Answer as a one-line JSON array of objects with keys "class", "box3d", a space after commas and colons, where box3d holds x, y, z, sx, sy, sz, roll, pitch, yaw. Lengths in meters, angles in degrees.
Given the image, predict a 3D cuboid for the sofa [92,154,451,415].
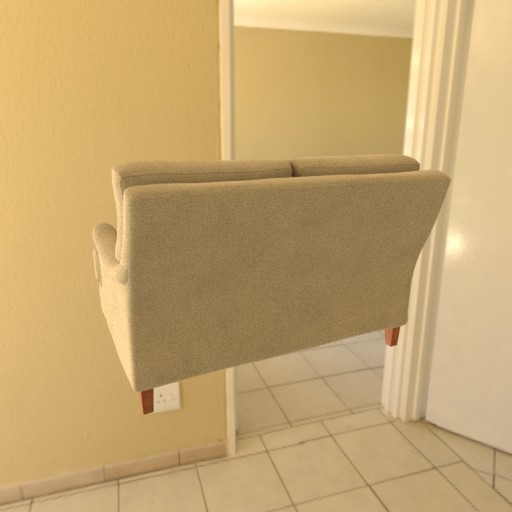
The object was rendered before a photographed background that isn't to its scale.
[{"class": "sofa", "box3d": [0.000, 0.000, 2.225, 1.480, 0.999, 1.087, -8, 17, -26]}]
